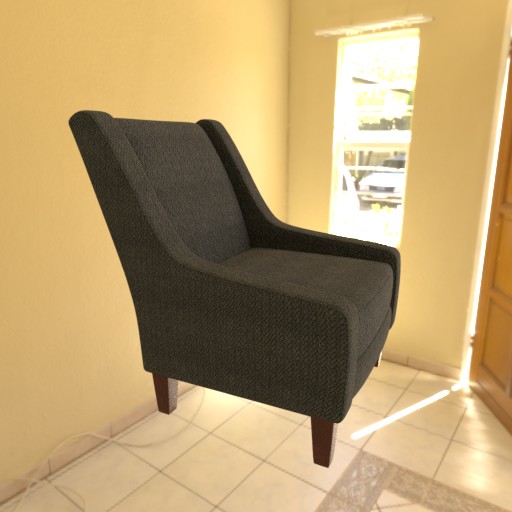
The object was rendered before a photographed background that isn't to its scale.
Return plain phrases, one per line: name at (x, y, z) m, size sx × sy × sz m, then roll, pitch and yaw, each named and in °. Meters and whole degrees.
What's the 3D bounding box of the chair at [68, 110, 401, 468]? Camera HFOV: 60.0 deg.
chair at (0.000, 0.000, 1.641) m, size 0.944 × 1.012 × 0.793 m, roll 7°, pitch 16°, yaw 26°
